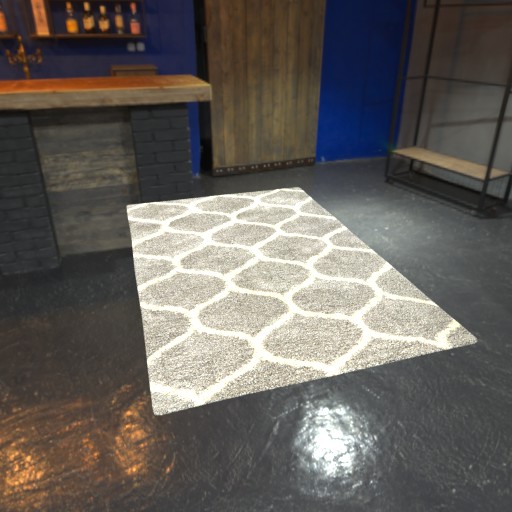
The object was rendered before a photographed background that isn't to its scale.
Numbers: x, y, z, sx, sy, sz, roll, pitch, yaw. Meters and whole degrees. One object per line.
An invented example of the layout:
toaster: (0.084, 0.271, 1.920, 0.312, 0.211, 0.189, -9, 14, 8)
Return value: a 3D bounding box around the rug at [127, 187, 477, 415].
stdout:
rug: (0.000, 0.000, 3.393, 1.801, 0.026, 2.701, -8, 29, -15)
